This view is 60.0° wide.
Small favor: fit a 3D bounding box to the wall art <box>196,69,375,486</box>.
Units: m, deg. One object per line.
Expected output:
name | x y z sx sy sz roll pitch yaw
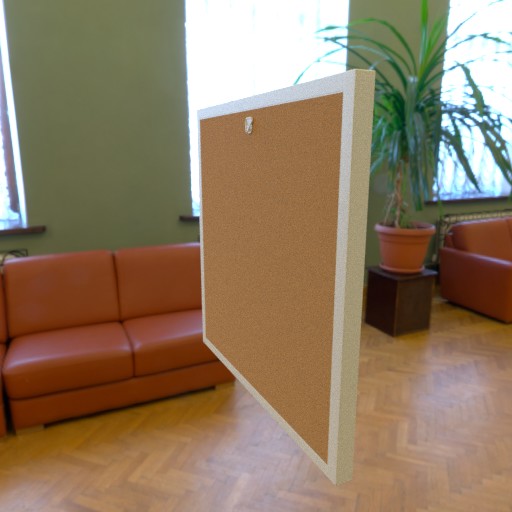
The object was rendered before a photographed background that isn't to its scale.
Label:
wall art | 0.000 0.000 1.115 0.050 0.762 0.761 -6 15 -26
